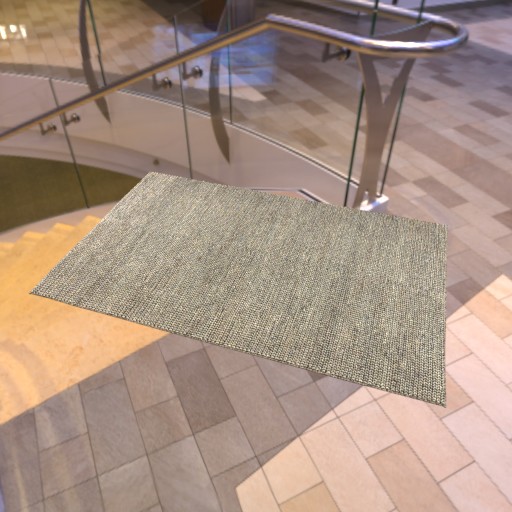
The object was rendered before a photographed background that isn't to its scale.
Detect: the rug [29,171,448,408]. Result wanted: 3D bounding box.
[{"bbox_3d":[0.000,0.000,2.977,2.443,0.021,1.538,12,42,14],"label":"rug"}]
